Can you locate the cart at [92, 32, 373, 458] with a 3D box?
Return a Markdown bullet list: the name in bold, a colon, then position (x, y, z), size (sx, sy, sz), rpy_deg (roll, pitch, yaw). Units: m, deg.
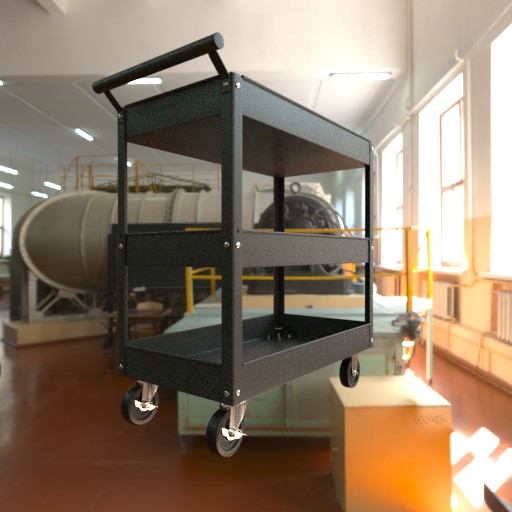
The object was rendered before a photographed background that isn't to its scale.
- **cart**: position (0.000, 0.000, 1.158), size (0.366, 0.780, 0.719), rpy_deg (0, 0, 37)
